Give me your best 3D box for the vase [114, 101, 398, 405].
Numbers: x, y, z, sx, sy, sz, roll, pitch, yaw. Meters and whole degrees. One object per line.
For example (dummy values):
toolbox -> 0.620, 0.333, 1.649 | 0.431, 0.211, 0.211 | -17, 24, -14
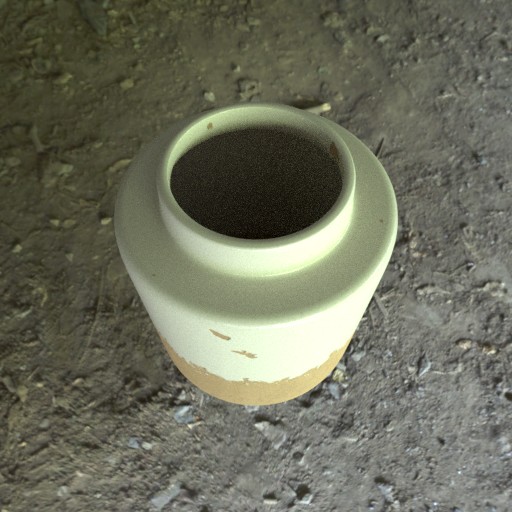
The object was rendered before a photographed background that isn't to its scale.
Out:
vase -> 0.000, 0.000, 0.288 | 0.153, 0.167, 0.153 | 0, 58, 0
